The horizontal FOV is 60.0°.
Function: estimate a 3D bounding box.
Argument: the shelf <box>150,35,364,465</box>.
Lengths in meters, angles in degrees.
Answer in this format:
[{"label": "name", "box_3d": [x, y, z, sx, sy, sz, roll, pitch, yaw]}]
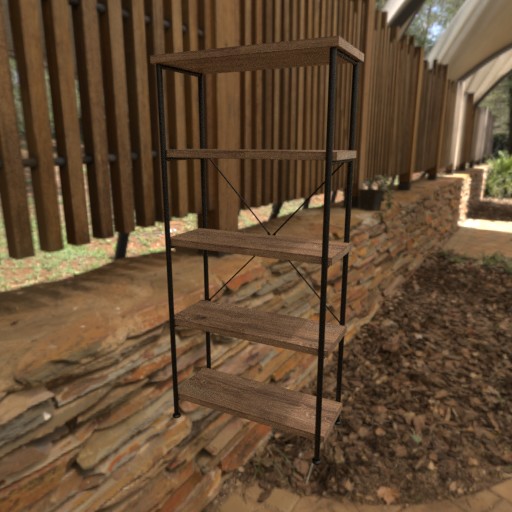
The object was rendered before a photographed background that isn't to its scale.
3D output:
[{"label": "shelf", "box_3d": [0.000, 0.000, 2.024, 0.800, 1.700, 0.360, 7, 16, 26]}]
